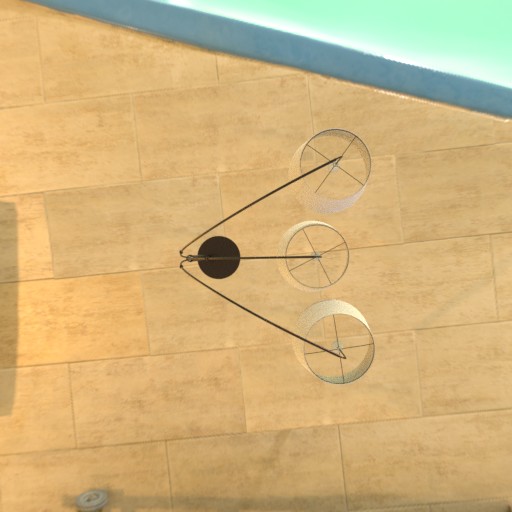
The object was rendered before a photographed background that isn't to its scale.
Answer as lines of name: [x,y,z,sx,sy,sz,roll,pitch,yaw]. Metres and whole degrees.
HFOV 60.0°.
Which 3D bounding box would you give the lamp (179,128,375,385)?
lamp: [0.000,0.000,2.386,0.924,1.950,0.951,0,90,1]
